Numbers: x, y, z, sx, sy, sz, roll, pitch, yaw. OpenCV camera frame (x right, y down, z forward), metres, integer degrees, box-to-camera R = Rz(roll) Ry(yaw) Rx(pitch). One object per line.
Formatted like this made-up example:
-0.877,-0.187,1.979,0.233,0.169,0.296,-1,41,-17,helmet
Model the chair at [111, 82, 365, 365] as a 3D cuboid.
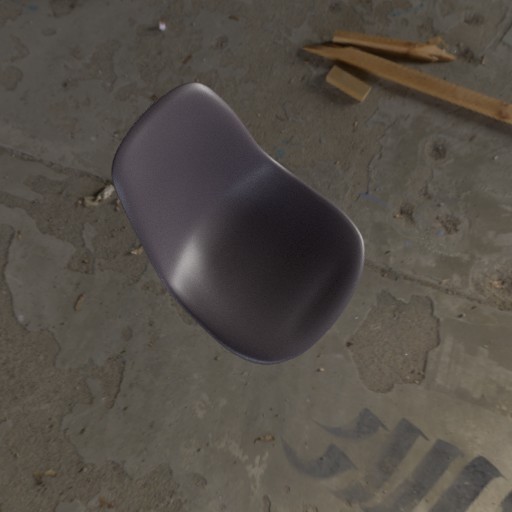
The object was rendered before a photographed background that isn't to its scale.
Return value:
0.000,0.000,1.171,0.533,0.825,0.470,38,79,9,chair
